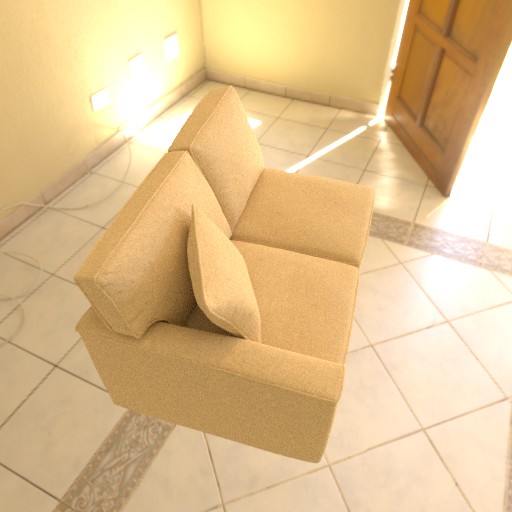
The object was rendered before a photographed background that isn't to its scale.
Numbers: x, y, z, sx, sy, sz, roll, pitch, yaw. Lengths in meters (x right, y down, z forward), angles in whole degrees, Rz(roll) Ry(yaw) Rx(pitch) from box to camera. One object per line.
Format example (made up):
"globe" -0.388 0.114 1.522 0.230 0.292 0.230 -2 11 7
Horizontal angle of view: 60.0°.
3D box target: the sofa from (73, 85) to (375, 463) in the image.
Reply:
"sofa" 0.000 0.000 2.073 0.991 0.989 1.388 12 47 11
